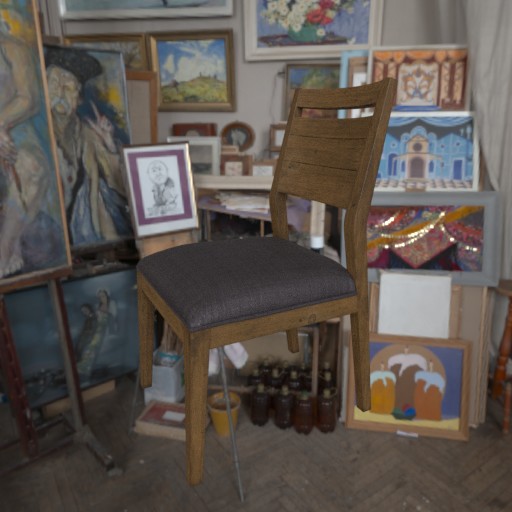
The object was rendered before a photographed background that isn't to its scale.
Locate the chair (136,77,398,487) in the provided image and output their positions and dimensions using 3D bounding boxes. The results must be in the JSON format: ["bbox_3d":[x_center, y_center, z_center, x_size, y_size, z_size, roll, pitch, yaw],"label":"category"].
[{"bbox_3d":[0.000,0.000,1.266,0.610,0.939,0.501,-9,19,-26],"label":"chair"}]
